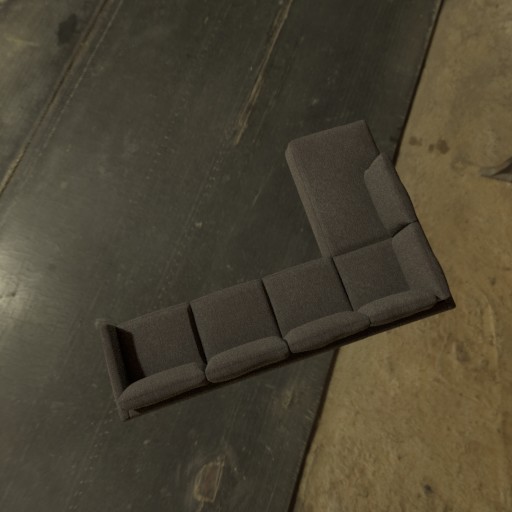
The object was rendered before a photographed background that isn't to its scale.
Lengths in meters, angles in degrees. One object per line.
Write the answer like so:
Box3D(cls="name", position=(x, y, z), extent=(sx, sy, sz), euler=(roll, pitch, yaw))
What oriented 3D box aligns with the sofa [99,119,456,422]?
Box3D(cls="sofa", position=(0.000, 0.000, 4.022), extent=(2.949, 0.815, 2.007), euler=(-18, 76, -5))
